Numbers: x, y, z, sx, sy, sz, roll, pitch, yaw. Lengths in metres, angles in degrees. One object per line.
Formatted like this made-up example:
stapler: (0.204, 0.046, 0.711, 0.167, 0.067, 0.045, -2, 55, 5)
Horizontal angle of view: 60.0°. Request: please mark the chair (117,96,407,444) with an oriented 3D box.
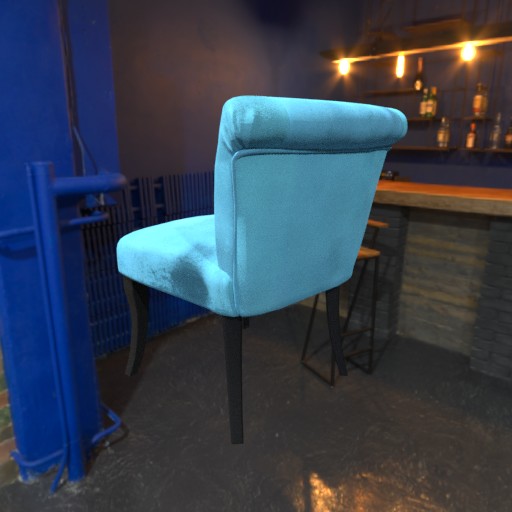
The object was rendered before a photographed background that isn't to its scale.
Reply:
chair: (0.000, 0.000, 1.179, 0.605, 0.750, 0.582, 14, 21, 43)
